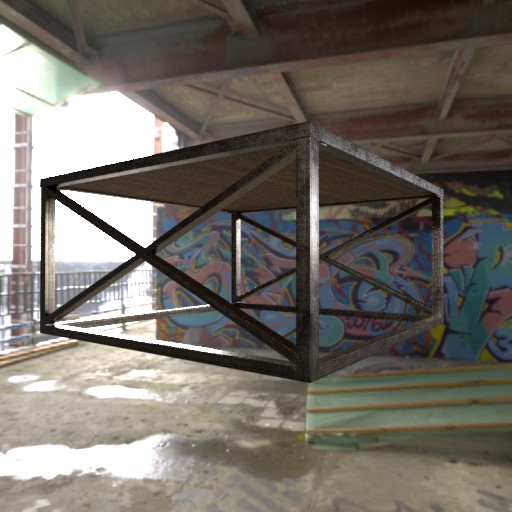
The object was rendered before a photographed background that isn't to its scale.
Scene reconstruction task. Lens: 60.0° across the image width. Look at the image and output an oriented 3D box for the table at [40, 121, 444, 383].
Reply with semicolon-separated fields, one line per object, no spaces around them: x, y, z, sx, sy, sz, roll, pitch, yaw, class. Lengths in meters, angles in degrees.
0.000;0.000;1.390;0.899;0.451;0.909;-1;-1;36;table
